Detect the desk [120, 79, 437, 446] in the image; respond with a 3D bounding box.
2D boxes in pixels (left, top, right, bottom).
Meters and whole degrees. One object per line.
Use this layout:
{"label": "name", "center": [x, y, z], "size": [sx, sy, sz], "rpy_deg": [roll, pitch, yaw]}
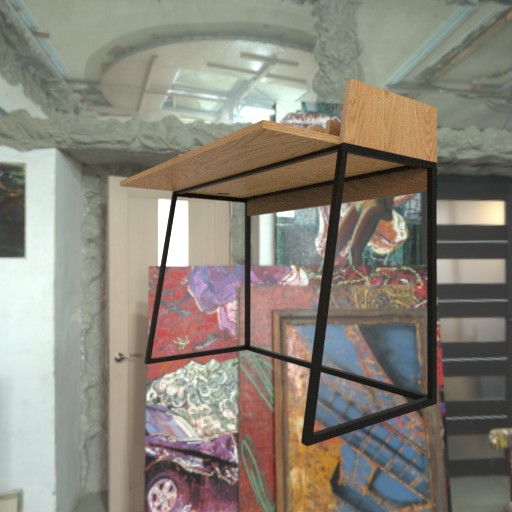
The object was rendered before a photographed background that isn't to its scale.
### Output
{"label": "desk", "center": [0.000, 0.000, 1.856], "size": [0.769, 1.061, 1.191], "rpy_deg": [0, 0, -35]}
